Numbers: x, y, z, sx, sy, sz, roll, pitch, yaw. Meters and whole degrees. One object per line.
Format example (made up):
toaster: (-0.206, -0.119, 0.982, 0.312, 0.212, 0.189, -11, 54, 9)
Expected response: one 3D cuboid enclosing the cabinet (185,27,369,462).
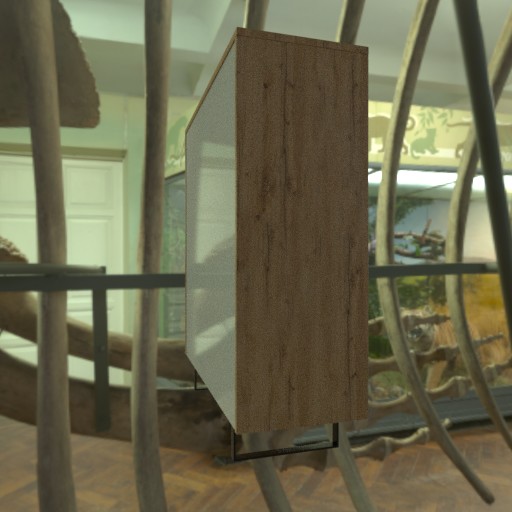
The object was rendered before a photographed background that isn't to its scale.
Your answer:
cabinet: (0.000, 0.000, 1.976, 0.473, 1.397, 1.168, 0, 0, -17)
